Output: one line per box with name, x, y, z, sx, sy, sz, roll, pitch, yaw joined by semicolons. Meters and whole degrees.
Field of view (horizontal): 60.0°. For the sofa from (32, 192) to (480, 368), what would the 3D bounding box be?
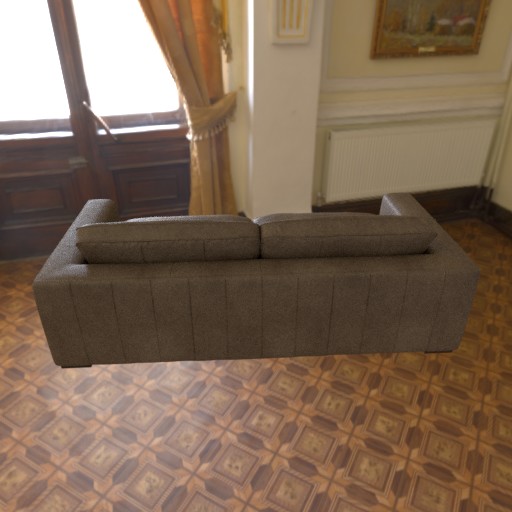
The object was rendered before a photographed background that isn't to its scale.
sofa;0.000;0.000;2.728;2.262;0.801;1.070;-2;30;-3
